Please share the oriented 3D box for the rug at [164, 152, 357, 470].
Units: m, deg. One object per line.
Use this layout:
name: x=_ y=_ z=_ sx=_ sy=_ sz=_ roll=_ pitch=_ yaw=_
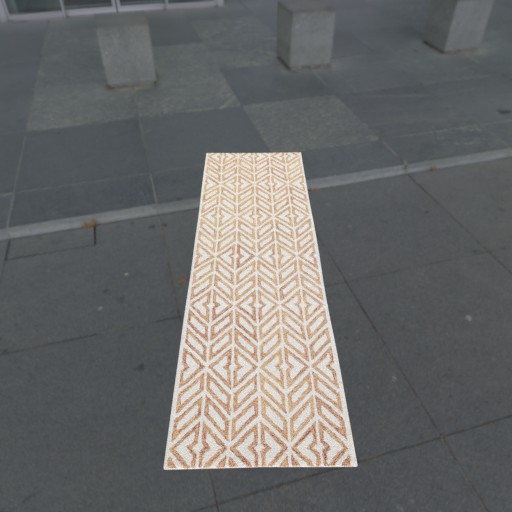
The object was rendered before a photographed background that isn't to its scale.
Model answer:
rug: x=0.000 y=0.000 z=2.610 sx=0.750 sy=0.009 sz=2.435 roll=-1 pitch=42 yaw=-1
